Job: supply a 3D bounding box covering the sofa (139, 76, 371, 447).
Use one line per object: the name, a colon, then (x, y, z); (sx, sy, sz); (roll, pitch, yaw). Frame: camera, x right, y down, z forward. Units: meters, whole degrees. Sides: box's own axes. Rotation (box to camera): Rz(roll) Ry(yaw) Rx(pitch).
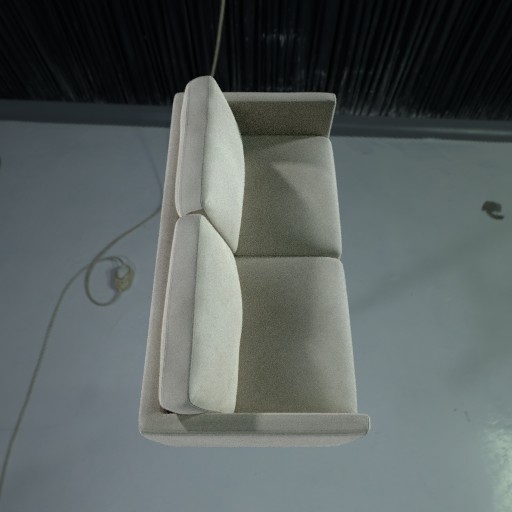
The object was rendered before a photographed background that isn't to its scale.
sofa: (0.000, 0.000, 2.364); (0.950, 0.940, 1.846); (0, 64, 0)
